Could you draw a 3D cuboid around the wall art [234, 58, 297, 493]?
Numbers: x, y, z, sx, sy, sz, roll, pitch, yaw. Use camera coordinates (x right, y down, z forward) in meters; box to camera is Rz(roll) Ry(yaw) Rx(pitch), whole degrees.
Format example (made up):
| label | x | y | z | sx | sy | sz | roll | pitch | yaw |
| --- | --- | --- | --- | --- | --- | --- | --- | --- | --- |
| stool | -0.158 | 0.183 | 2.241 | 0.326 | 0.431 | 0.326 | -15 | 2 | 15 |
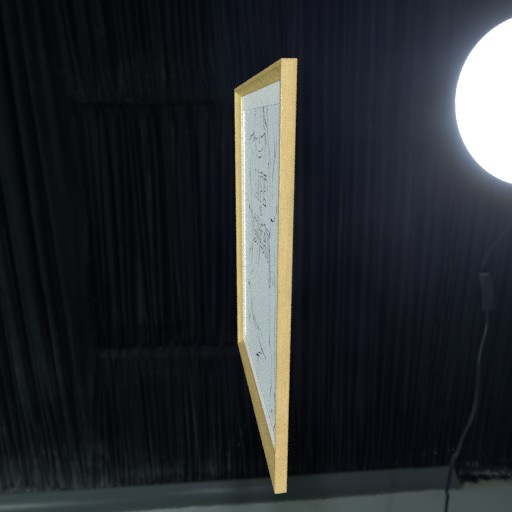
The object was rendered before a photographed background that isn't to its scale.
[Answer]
| label | x | y | z | sx | sy | sz | roll | pitch | yaw |
| --- | --- | --- | --- | --- | --- | --- | --- | --- | --- |
| wall art | 0.000 | 0.000 | 1.343 | 0.030 | 1.002 | 0.798 | -3 | 17 | -9 |
